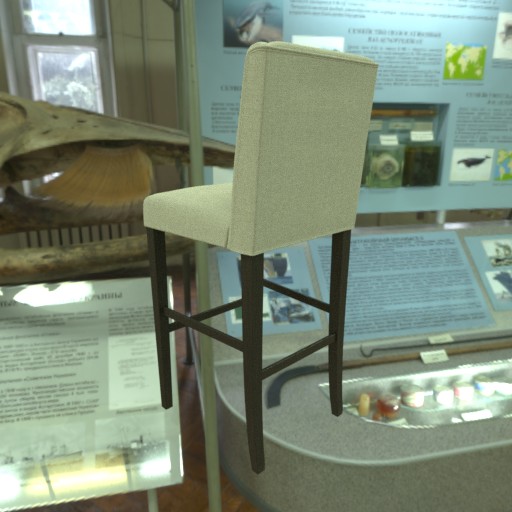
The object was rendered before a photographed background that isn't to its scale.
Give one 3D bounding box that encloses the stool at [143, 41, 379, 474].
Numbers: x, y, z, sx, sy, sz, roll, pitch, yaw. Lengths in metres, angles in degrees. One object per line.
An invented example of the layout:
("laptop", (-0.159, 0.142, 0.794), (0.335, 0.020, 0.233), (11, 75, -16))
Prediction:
("stool", (0.000, 0.000, 1.367), (0.474, 1.116, 0.509), (-15, 22, -41))
